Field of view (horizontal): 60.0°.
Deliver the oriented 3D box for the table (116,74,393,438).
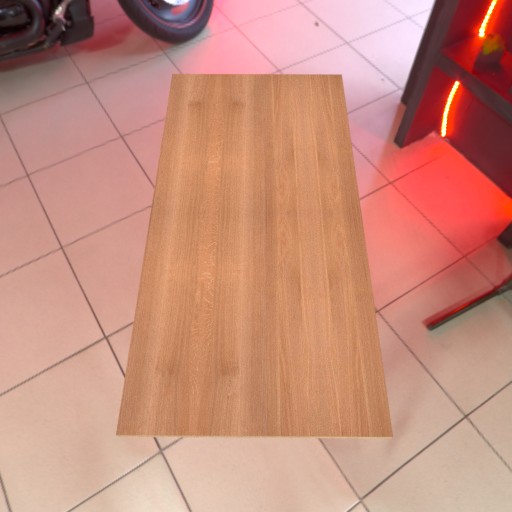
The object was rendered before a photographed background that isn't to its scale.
[{"bbox_3d":[0.000,0.000,2.218,0.900,0.750,1.800,0,59,0],"label":"table"}]
